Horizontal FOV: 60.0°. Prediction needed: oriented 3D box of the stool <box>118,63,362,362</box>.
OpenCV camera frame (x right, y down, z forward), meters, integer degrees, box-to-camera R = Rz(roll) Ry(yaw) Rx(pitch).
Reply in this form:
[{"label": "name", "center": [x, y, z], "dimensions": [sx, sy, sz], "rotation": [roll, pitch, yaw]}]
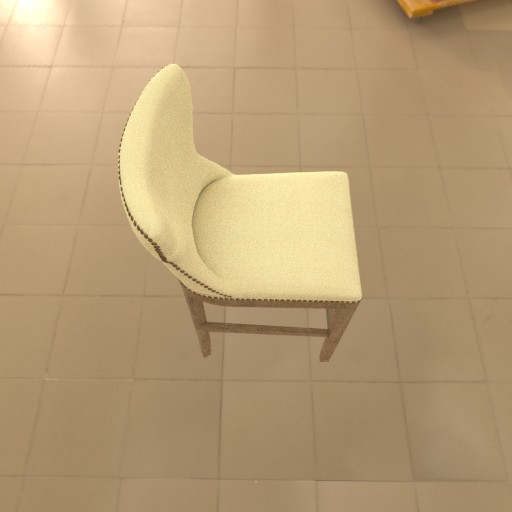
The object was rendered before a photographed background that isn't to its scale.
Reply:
[{"label": "stool", "center": [0.000, 0.000, 1.446], "dimensions": [0.606, 1.123, 0.494], "rotation": [0, 63, 0]}]
